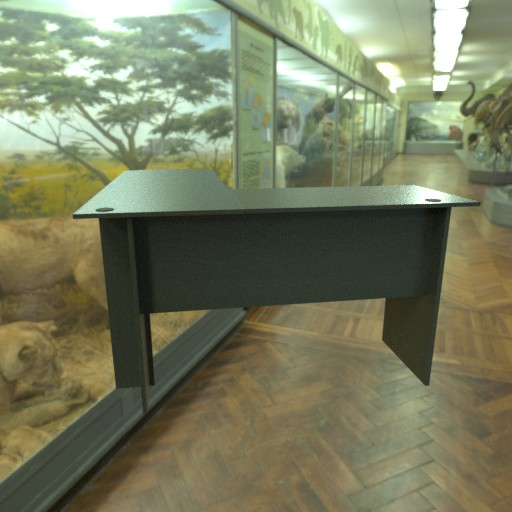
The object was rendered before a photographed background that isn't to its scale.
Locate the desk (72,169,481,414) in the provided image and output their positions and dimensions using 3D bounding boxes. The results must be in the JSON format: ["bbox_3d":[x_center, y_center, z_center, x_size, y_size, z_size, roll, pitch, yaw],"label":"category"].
[{"bbox_3d":[0.000,0.000,2.129,1.303,0.716,1.361,-3,17,-9],"label":"desk"}]
